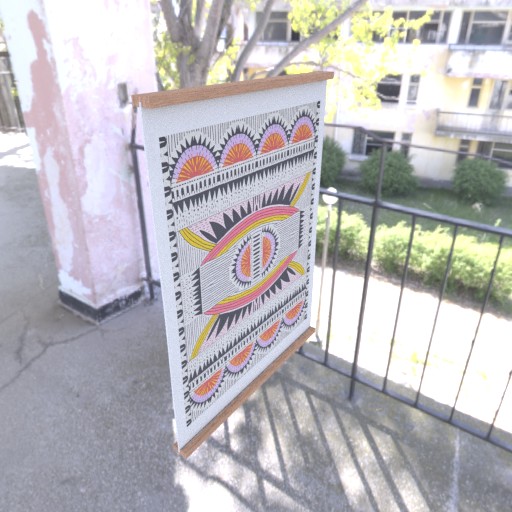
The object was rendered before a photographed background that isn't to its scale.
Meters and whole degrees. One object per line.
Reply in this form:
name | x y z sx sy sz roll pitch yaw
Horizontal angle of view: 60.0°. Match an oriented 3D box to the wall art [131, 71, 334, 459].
wall art | 0.000 0.000 0.714 0.028 0.527 0.403 18 32 32
